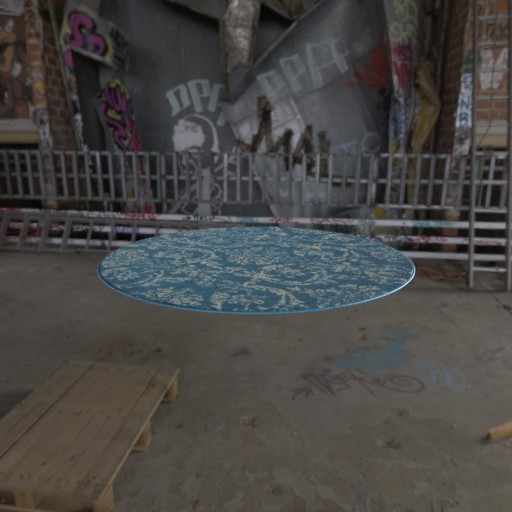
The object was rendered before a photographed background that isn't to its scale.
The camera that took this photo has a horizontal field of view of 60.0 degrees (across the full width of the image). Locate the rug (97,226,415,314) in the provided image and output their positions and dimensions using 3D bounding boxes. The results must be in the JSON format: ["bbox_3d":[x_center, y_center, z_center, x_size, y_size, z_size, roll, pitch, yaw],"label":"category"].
[{"bbox_3d":[0.000,0.000,2.348,1.593,0.012,1.593,0,15,0],"label":"rug"}]
